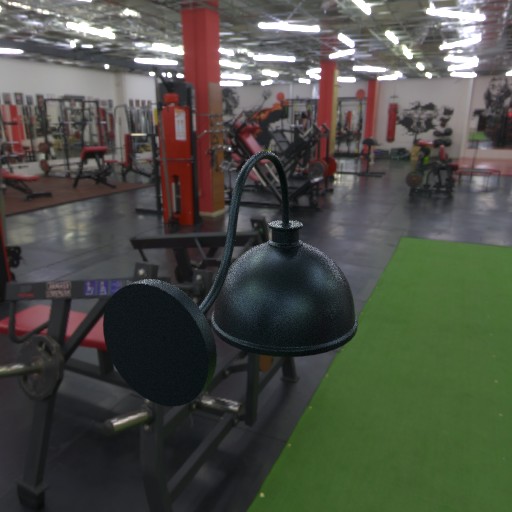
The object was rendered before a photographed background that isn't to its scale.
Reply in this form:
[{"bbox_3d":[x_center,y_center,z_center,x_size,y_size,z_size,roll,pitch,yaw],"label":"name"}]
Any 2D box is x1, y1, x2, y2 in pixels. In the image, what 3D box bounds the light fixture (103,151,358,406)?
[{"bbox_3d":[0.000,0.000,0.643,0.253,0.295,0.467,8,19,26],"label":"light fixture"}]
